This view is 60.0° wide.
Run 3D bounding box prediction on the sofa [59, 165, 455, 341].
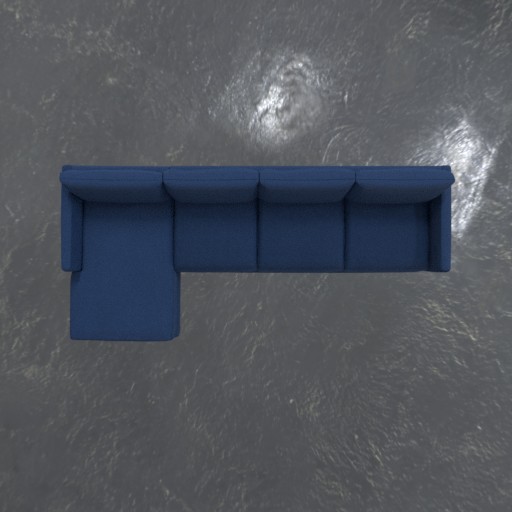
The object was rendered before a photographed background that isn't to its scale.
[{"bbox_3d":[0.000,0.000,2.890,2.450,0.679,1.128,0,90,0],"label":"sofa"}]
